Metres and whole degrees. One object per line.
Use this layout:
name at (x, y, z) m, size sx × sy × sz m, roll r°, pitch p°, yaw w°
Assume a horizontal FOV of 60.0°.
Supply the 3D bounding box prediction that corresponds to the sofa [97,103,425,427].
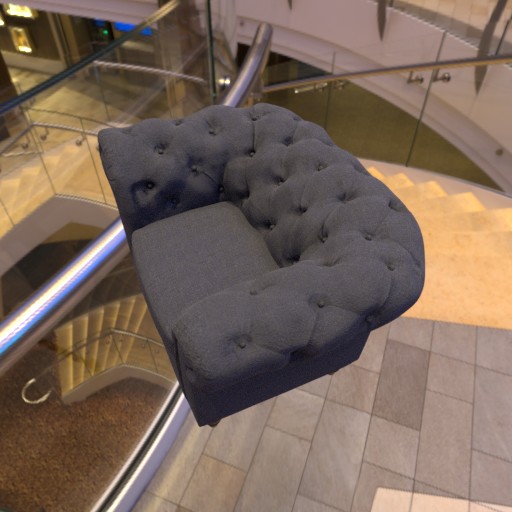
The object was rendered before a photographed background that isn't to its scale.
sofa at (0.000, 0.000, 1.991) m, size 1.032 × 0.878 × 1.405 m, roll -19°, pitch 48°, yaw -17°
